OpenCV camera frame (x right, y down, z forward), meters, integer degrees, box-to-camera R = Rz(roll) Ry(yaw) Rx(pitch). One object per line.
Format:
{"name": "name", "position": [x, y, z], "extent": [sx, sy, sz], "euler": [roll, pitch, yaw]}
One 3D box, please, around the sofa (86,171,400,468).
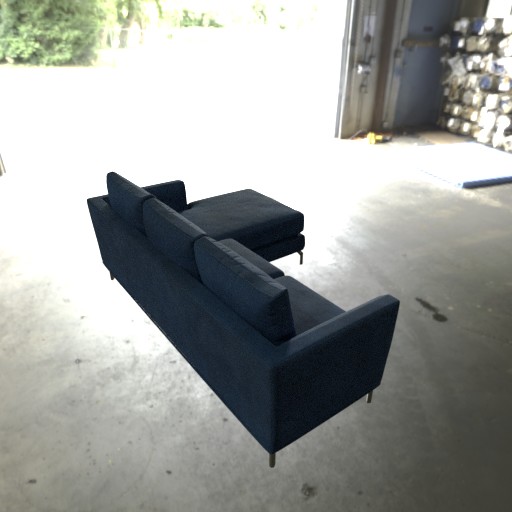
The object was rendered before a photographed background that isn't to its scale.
{"name": "sofa", "position": [0.000, 0.000, 3.228], "extent": [1.622, 0.987, 2.438], "euler": [-19, 33, -31]}
